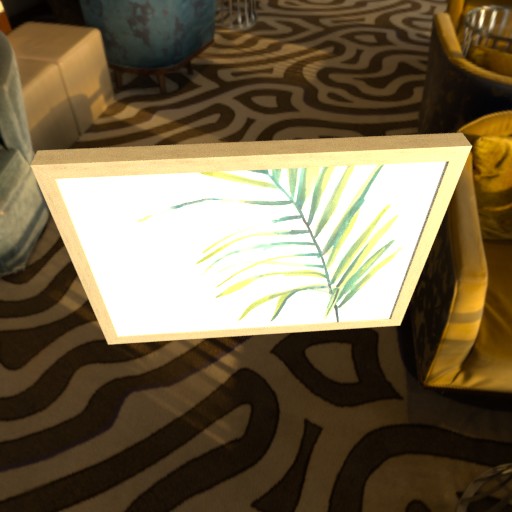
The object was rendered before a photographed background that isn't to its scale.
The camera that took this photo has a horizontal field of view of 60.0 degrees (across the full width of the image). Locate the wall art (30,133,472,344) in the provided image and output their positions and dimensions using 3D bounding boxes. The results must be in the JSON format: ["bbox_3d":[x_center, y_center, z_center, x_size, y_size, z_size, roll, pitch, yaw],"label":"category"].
[{"bbox_3d":[0.000,0.000,0.680,0.532,0.380,0.032,-3,46,-3],"label":"wall art"}]
